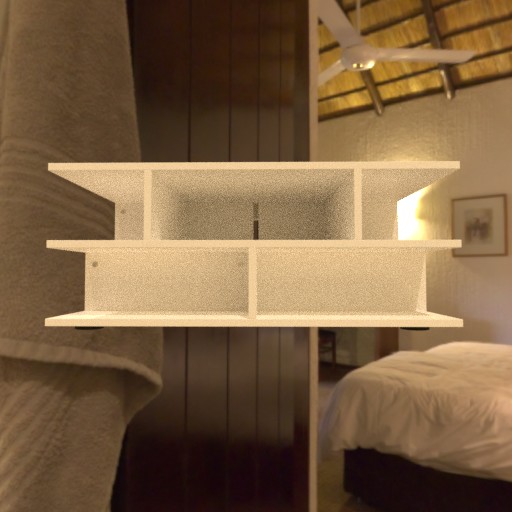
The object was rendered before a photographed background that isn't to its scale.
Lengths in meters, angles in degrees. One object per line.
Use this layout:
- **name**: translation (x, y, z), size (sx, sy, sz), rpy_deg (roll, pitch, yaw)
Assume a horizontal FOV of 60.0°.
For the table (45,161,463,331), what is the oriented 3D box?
- **table**: translation (0.000, 0.000, 1.096), size (0.700, 0.289, 0.700), rpy_deg (0, -2, 1)
